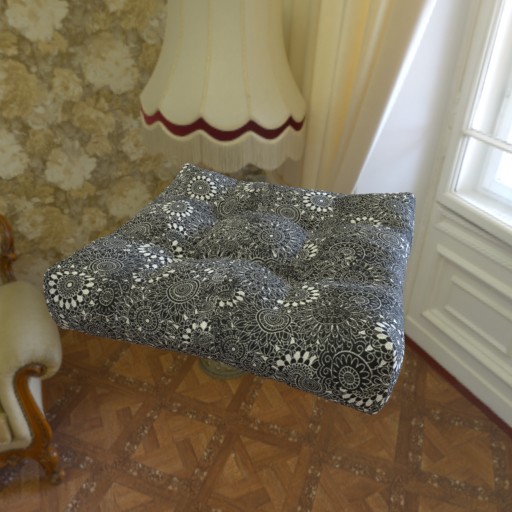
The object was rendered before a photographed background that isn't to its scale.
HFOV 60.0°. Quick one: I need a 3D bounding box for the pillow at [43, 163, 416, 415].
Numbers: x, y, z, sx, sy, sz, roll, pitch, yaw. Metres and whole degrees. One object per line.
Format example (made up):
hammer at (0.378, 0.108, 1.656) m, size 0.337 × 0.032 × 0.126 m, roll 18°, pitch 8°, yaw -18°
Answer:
pillow at (0.000, 0.000, 0.737) m, size 0.490 × 0.128 × 0.468 m, roll 10°, pitch 33°, yaw 16°
